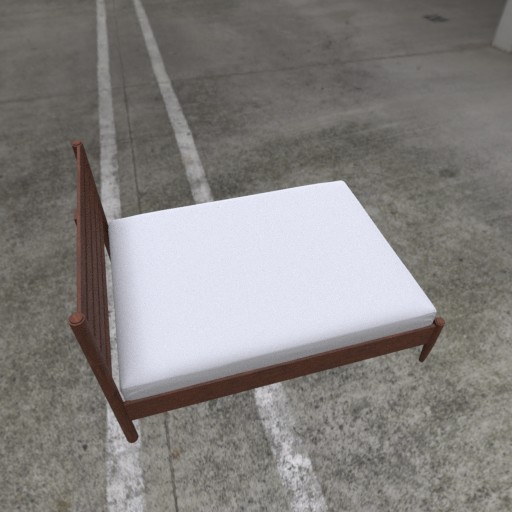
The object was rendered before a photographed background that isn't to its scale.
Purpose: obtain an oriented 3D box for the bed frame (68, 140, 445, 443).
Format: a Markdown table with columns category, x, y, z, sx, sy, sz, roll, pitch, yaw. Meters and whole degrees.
| category | x | y | z | sx | sy | sz | roll | pitch | yaw |
| --- | --- | --- | --- | --- | --- | --- | --- | --- | --- |
| bed frame | 0.000 | 0.000 | 3.236 | 2.234 | 1.321 | 1.655 | -11 | 46 | -11 |
